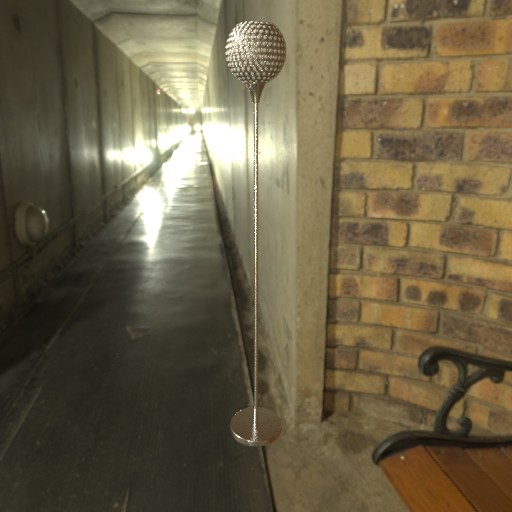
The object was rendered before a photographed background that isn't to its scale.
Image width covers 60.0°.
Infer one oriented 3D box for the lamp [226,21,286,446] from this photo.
[{"bbox_3d":[0.000,0.000,1.921,0.254,1.805,0.254,0,18,0],"label":"lamp"}]
